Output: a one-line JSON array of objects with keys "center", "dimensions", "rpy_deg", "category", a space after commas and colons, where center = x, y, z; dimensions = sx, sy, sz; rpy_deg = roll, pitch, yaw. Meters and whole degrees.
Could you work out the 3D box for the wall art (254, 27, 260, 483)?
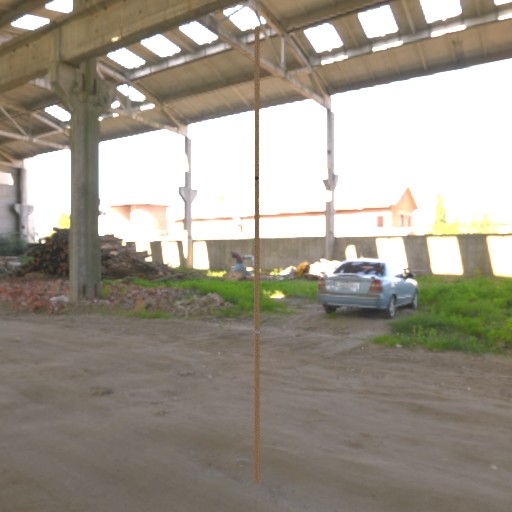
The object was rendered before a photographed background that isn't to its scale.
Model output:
[{"center": [0.000, 0.000, 1.351], "dimensions": [0.010, 0.917, 0.919], "rpy_deg": [0, 0, 0], "category": "wall art"}]
